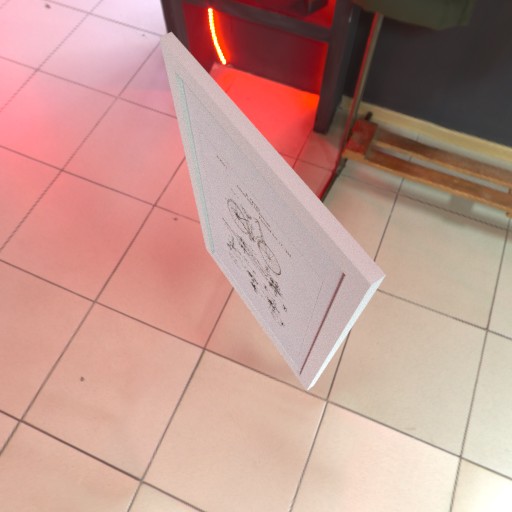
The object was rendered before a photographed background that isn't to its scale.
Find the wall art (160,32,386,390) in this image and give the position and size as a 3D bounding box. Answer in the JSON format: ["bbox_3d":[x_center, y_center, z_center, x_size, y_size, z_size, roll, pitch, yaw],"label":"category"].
[{"bbox_3d":[0.000,0.000,0.610,0.015,0.477,0.332,-31,68,-14],"label":"wall art"}]
